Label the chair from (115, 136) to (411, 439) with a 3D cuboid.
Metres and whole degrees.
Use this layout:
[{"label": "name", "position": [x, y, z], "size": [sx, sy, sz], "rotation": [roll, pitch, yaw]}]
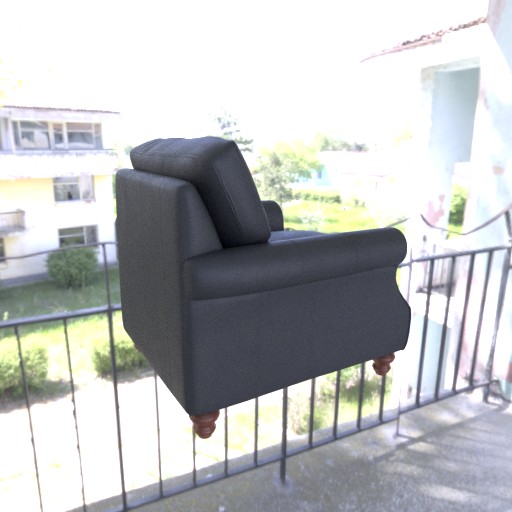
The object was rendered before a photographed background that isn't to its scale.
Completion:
[{"label": "chair", "position": [0.000, 0.000, 1.844], "size": [1.027, 0.960, 1.015], "rotation": [-7, 16, -25]}]
